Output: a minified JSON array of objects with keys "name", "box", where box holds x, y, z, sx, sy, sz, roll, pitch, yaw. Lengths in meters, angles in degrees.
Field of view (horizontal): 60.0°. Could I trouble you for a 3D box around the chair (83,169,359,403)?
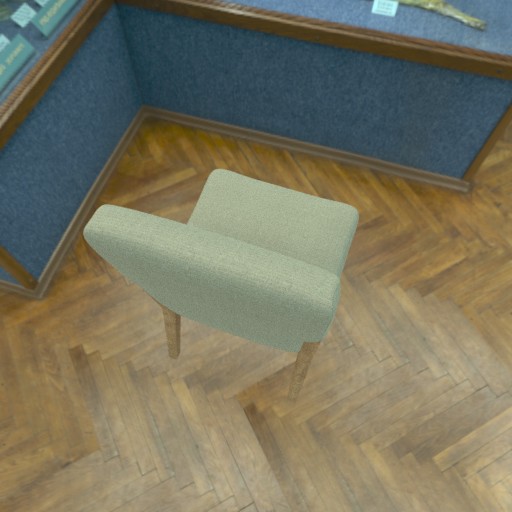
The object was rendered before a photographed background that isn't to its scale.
[{"name":"chair","box":[0.000,0.000,1.282,0.507,0.911,0.586,17,63,9]}]
